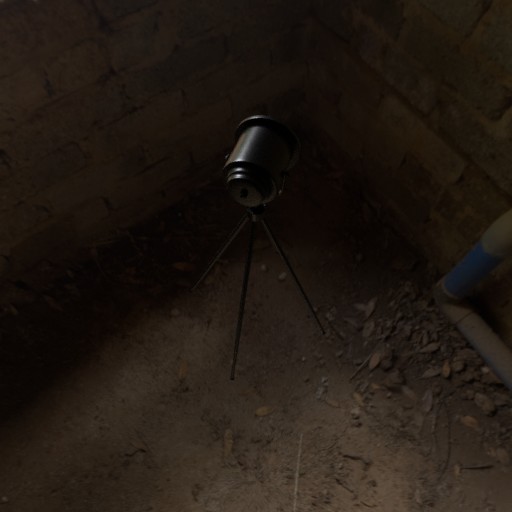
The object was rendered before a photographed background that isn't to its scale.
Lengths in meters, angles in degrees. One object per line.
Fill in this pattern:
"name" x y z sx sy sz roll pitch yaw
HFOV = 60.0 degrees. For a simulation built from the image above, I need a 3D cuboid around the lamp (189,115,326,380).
"lamp" 0.000 0.000 2.048 0.879 1.504 0.884 17 64 8
